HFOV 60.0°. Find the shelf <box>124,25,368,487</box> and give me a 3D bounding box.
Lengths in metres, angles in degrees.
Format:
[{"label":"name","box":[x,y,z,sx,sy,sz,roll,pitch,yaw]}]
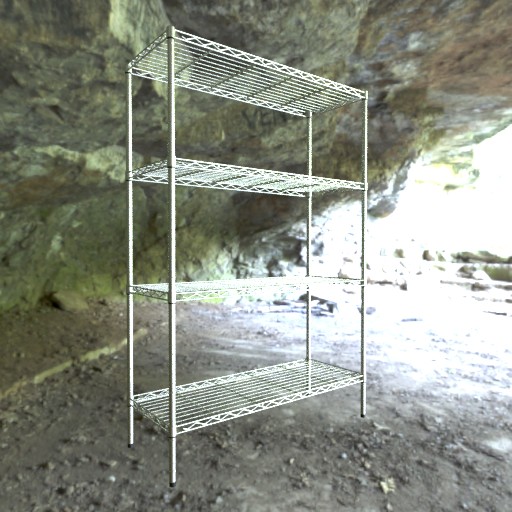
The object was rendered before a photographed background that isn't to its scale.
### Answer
[{"label":"shelf","box":[0.000,0.000,1.711,0.907,1.360,0.352,-1,1,-38]}]
